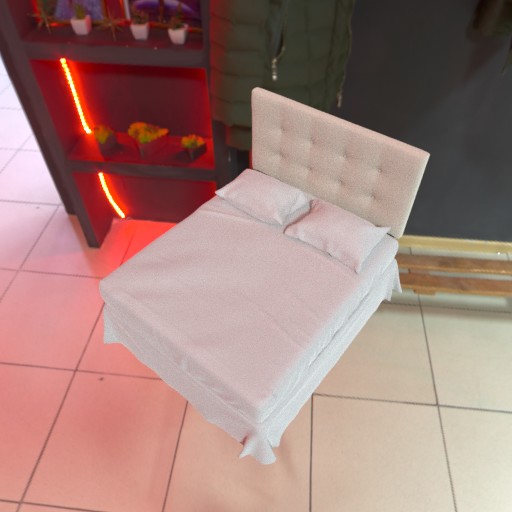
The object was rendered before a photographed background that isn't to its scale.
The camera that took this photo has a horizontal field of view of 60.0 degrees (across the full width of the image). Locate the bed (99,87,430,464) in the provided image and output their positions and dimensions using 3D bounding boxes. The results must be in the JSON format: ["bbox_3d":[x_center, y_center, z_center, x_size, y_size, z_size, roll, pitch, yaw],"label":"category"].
[{"bbox_3d":[0.000,0.000,3.591,1.936,1.577,2.222,31,54,25],"label":"bed"}]
